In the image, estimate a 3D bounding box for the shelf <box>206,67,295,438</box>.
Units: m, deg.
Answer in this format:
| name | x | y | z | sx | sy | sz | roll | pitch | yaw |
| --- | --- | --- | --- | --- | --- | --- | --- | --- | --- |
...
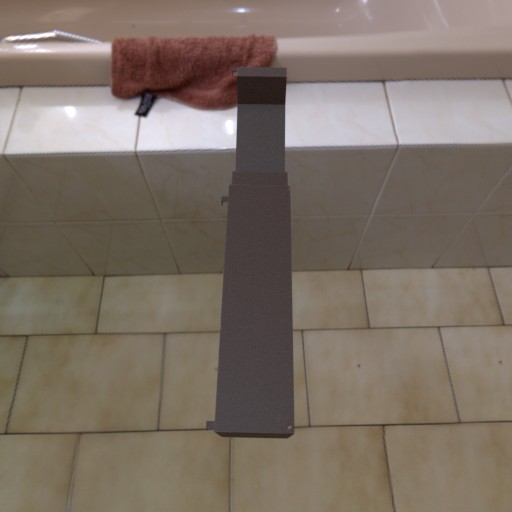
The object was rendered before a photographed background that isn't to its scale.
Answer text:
| name | x | y | z | sx | sy | sz | roll | pitch | yaw |
| --- | --- | --- | --- | --- | --- | --- | --- | --- | --- |
| shelf | 0.000 | 0.000 | 0.921 | 0.112 | 0.439 | 0.729 | 1 | 63 | 1 |
